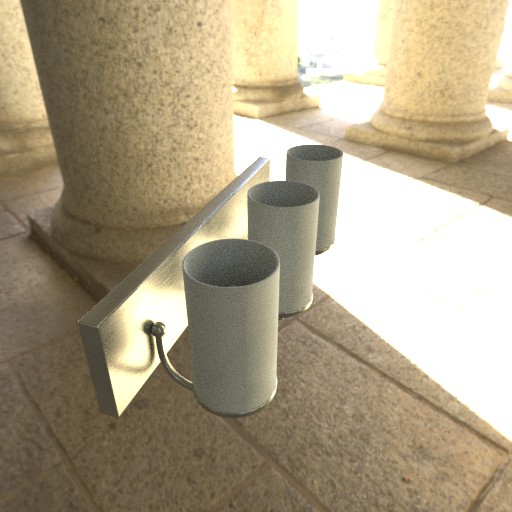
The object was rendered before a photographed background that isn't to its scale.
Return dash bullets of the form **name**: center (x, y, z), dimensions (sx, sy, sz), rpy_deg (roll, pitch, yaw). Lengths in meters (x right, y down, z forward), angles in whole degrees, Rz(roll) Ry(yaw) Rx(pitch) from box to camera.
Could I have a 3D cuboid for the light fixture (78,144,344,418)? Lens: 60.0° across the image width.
- **light fixture**: center (0.000, 0.000, 0.539), dimensions (0.145, 0.172, 0.451), rpy_deg (10, 32, 16)
